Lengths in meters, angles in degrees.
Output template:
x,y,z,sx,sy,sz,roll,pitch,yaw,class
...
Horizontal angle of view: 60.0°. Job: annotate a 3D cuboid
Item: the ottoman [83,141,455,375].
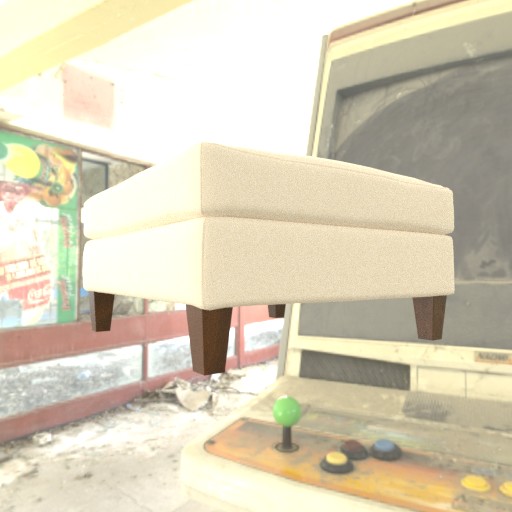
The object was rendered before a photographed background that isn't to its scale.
x,y,z,sx,sy,sz,roll,pitch,yaw,class
0.000,0.000,1.360,0.838,0.479,0.838,1,-2,-35,ottoman
